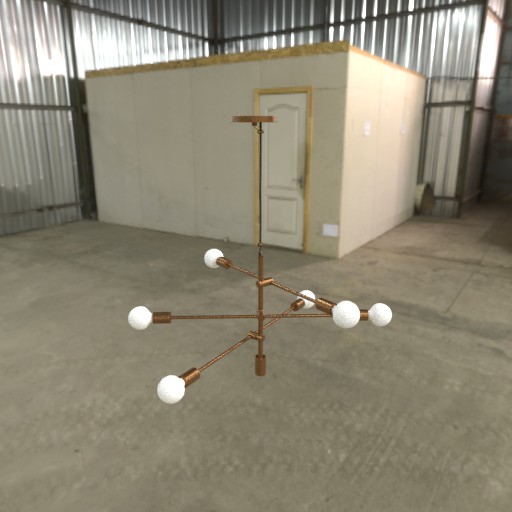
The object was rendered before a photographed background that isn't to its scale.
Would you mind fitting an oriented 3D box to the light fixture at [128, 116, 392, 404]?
[{"bbox_3d":[0.000,0.000,1.238,0.682,0.744,0.637,-8,19,-26],"label":"light fixture"}]
